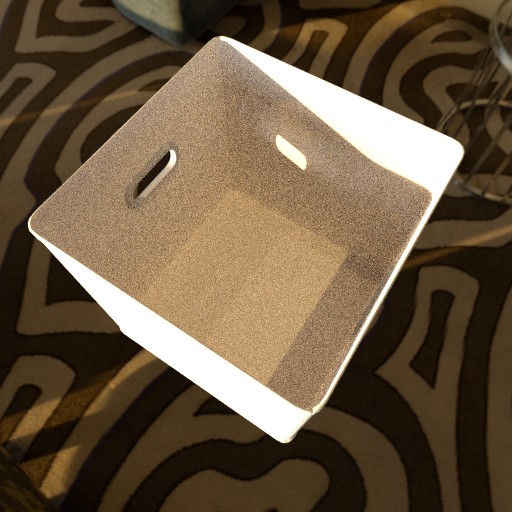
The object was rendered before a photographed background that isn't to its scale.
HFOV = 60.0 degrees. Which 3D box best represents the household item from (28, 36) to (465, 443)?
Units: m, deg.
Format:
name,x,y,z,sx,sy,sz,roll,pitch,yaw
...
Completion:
name,x,y,z,sx,sy,sz,roll,pitch,yaw
household item,0.000,0.000,0.548,0.305,0.305,0.305,30,68,14
